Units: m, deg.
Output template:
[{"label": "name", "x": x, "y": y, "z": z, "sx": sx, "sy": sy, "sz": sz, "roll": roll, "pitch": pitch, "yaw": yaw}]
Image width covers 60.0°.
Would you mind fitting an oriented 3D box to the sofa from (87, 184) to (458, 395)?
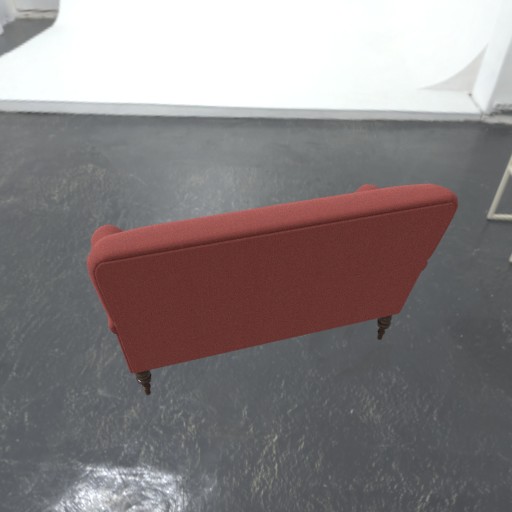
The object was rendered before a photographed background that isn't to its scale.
[{"label": "sofa", "x": 0.000, "y": 0.000, "z": 1.874, "sx": 1.297, "sy": 0.889, "sz": 0.779, "roll": -10, "pitch": 41, "yaw": -12}]
